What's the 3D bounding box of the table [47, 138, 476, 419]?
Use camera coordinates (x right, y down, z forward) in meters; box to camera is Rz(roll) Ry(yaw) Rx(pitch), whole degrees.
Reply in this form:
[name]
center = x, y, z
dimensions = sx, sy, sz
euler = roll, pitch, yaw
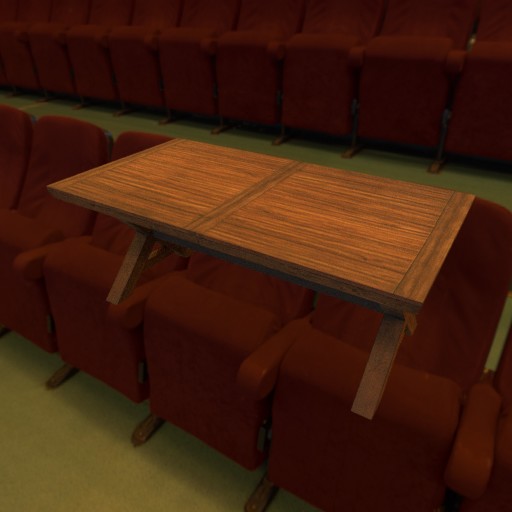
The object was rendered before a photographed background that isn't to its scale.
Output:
[table]
center = 0.000, 0.000, 2.510
dimensions = 1.966, 0.793, 1.071
euler = 18, 35, 27
